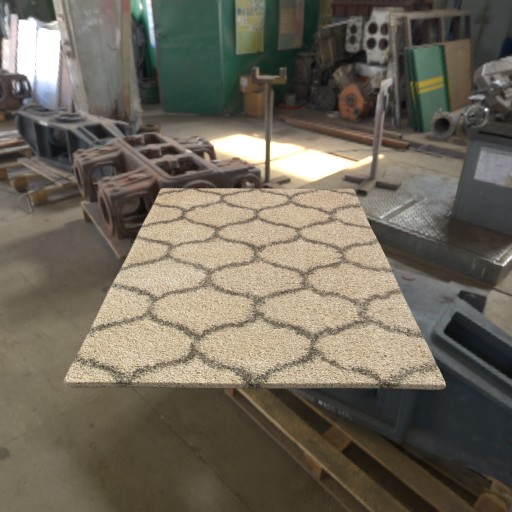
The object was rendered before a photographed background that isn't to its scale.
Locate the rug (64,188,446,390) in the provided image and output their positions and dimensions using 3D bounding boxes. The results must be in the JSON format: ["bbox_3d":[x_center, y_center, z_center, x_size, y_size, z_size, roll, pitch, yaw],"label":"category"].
[{"bbox_3d":[0.000,0.000,2.066,1.200,0.025,1.600,0,31,0],"label":"rug"}]
